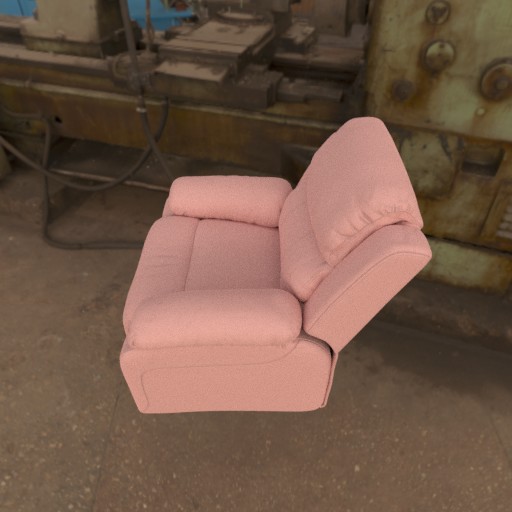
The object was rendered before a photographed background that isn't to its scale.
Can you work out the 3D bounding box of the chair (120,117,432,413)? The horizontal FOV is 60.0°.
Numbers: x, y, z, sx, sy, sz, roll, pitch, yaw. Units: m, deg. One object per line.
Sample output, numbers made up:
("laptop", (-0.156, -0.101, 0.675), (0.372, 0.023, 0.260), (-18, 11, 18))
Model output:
("chair", (0.000, 0.000, 1.252), (0.709, 0.702, 0.680), (1, 42, 1))
